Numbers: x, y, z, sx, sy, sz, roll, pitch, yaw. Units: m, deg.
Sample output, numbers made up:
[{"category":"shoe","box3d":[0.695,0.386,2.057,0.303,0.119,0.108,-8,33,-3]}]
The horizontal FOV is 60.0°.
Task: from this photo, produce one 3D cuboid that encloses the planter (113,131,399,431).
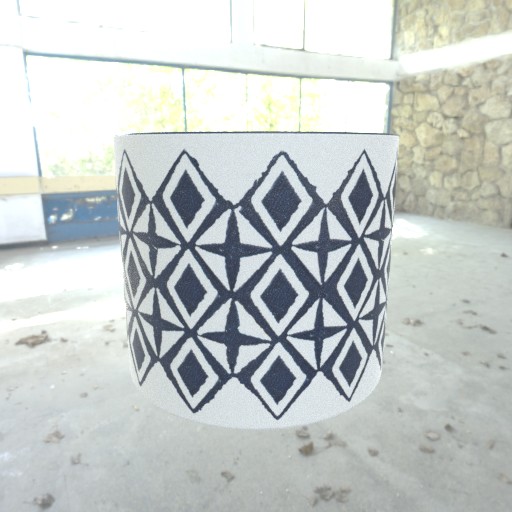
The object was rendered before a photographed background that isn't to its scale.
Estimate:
[{"category":"planter","box3d":[0.000,0.000,0.386,0.224,0.203,0.224,0,14,0]}]
